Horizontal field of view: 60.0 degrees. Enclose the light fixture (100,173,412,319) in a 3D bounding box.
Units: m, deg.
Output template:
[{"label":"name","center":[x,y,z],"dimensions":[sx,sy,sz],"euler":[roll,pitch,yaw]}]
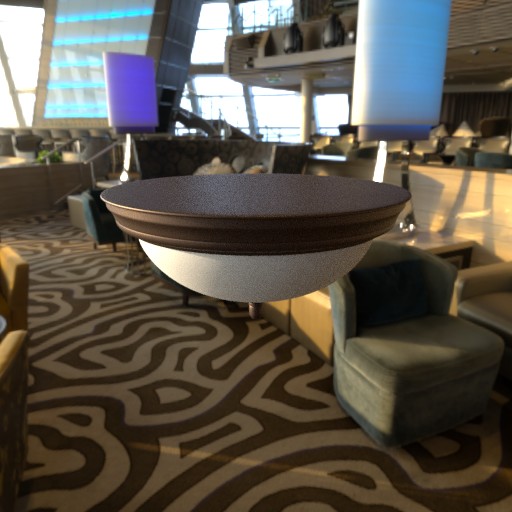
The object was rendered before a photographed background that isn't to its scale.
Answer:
[{"label":"light fixture","center":[0.000,0.000,0.438],"dimensions":[0.280,0.135,0.280],"euler":[0,16,0]}]
